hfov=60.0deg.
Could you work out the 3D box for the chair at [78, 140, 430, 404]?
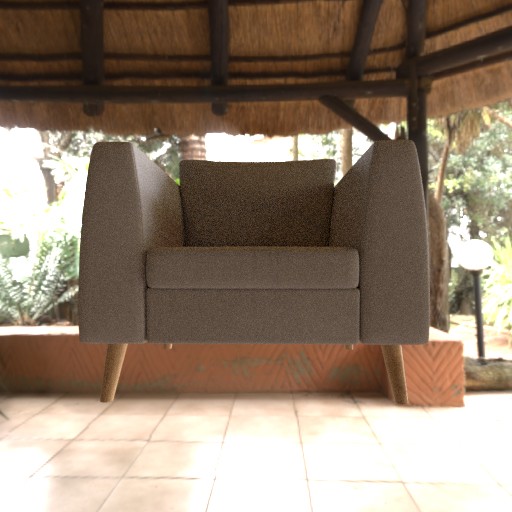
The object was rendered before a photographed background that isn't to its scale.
[{"bbox_3d":[0.000,0.000,1.693,1.000,0.860,0.930,0,-1,1],"label":"chair"}]
